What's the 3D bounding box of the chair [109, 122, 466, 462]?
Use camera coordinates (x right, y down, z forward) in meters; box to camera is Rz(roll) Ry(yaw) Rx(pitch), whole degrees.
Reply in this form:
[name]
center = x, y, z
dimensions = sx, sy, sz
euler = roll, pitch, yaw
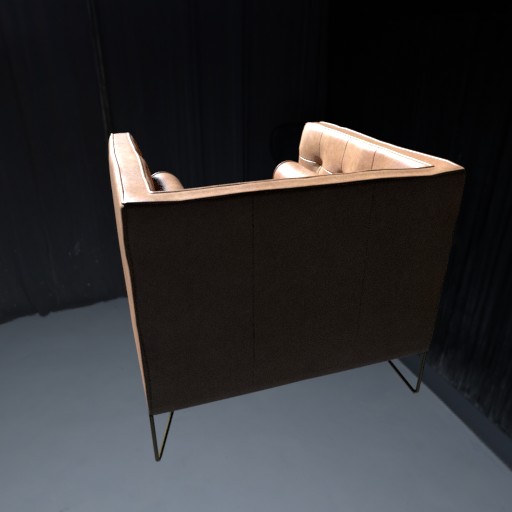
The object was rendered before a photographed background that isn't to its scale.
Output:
[chair]
center = 0.000, 0.000, 1.595
dimensions = 0.920, 0.797, 0.912
euler = -8, 27, -16
